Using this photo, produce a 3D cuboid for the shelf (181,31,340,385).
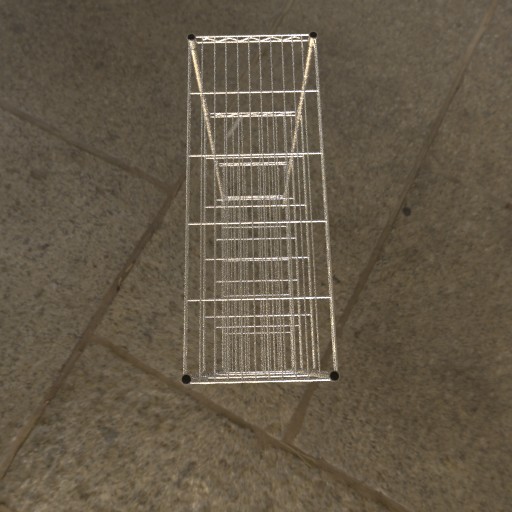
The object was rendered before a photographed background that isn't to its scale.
[{"bbox_3d":[0.000,0.000,1.740,0.352,1.360,0.907,-1,76,0],"label":"shelf"}]
